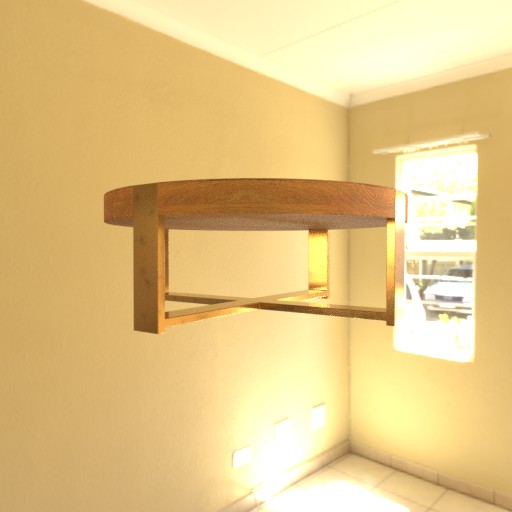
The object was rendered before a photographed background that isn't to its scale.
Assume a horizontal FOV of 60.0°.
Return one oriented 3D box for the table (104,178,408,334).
[{"bbox_3d":[0.000,0.000,1.703,1.100,0.420,1.100,0,1,0],"label":"table"}]
